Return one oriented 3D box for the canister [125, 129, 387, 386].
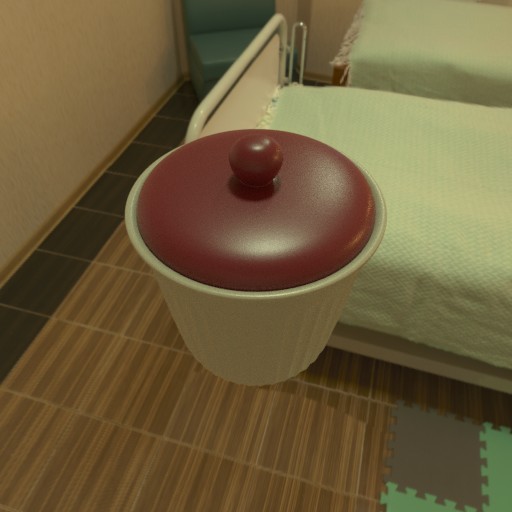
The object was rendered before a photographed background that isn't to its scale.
[{"bbox_3d":[0.000,0.000,0.354,0.181,0.211,0.181,0,46,0],"label":"canister"}]
